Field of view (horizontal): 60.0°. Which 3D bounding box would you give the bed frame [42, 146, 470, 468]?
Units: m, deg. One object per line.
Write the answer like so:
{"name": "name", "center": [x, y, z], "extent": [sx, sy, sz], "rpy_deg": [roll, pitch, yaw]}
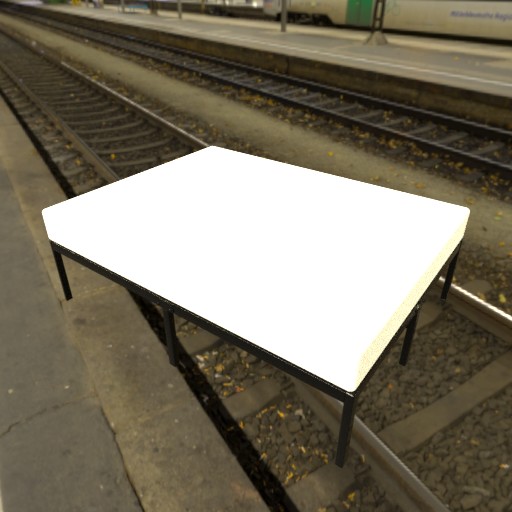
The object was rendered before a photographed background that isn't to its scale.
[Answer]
{"name": "bed frame", "center": [0.000, 0.000, 2.794], "extent": [2.072, 0.659, 1.557], "rpy_deg": [21, 37, 30]}
